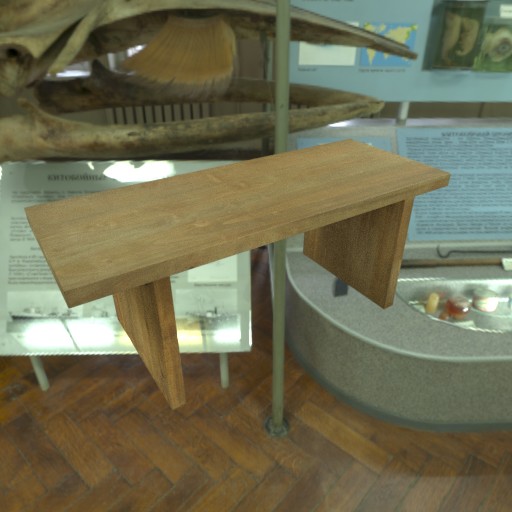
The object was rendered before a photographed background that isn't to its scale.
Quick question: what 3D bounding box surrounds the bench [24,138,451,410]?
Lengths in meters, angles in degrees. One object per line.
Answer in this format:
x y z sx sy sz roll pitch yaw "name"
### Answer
0.000 0.000 1.416 1.183 0.458 0.458 -18 36 -28 "bench"
